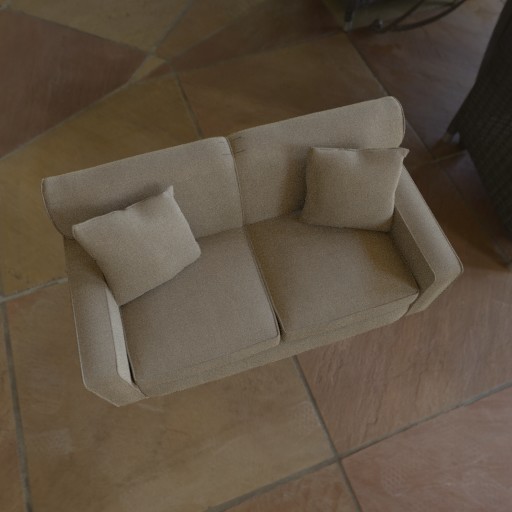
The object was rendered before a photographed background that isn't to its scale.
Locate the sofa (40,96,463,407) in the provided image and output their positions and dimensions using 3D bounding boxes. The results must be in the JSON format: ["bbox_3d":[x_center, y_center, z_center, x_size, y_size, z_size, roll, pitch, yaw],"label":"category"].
[{"bbox_3d":[0.000,0.000,2.354,1.846,0.958,0.998,-16,64,-8],"label":"sofa"}]
